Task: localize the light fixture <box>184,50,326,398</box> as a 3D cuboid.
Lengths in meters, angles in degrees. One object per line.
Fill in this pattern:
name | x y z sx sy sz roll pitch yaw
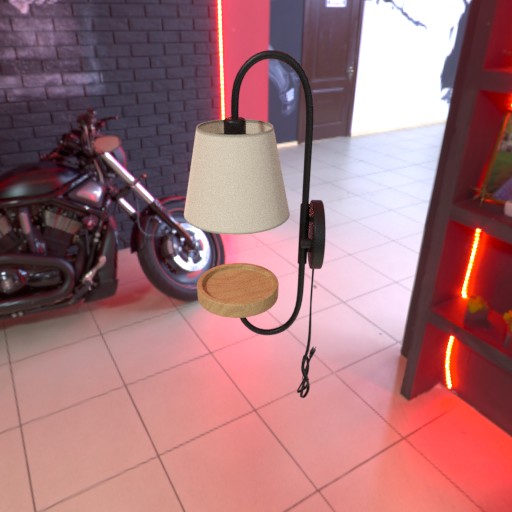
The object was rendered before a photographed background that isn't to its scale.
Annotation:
light fixture | 0.000 0.000 0.973 0.299 0.821 0.220 1 28 1
